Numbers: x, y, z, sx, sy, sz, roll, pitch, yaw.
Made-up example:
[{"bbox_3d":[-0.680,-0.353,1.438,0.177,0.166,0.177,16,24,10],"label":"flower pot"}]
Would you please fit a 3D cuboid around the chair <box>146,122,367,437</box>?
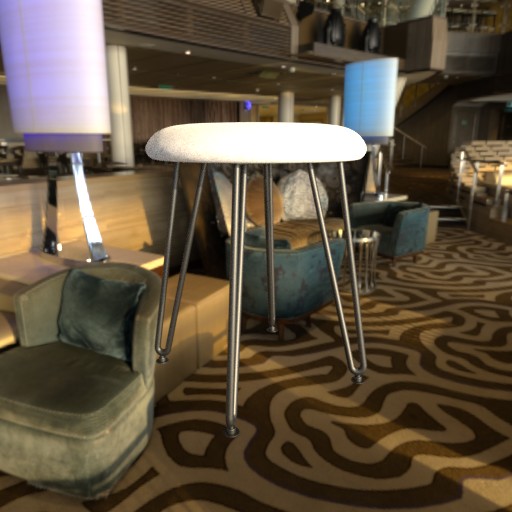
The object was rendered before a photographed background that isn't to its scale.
[{"bbox_3d":[0.000,0.000,0.677,0.350,0.386,0.350,3,15,11],"label":"chair"}]
